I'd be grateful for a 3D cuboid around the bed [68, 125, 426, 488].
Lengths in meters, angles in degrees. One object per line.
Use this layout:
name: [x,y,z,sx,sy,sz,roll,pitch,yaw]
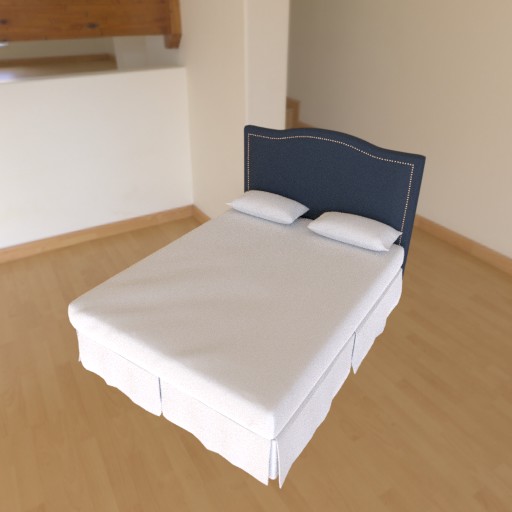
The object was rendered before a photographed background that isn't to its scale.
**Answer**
bed: [0.000,0.000,3.389,1.821,1.436,2.282,19,36,29]
